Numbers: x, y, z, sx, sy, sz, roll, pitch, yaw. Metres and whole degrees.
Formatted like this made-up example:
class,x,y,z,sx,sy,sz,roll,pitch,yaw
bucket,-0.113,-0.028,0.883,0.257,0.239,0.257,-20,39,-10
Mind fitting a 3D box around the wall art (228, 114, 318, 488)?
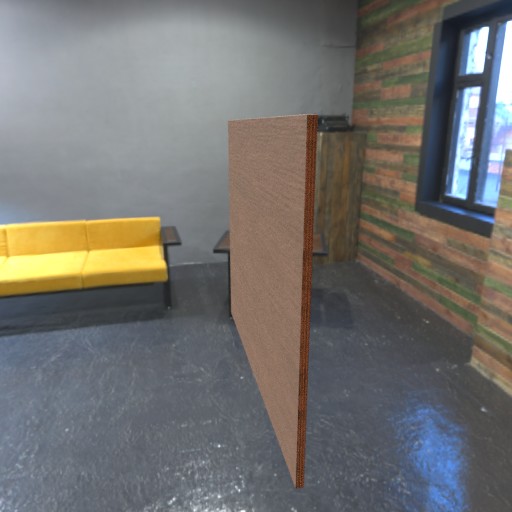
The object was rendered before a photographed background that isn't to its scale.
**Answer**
class,x,y,z,sx,sy,sz,roll,pitch,yaw
wall art,0.000,0.000,0.689,0.010,0.408,0.508,-3,17,-11
